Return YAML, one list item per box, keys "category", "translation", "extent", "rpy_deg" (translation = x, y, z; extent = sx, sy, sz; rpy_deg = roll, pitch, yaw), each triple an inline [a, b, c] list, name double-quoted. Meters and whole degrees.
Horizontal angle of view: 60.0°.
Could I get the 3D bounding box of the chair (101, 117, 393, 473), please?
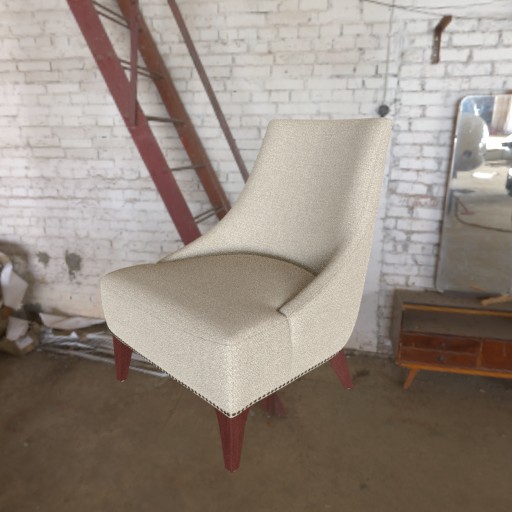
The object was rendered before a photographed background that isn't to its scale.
- category: "chair"
  translation: [0.000, 0.000, 1.518]
  extent: [0.861, 0.909, 0.701]
  rpy_deg: [-15, 22, -42]
